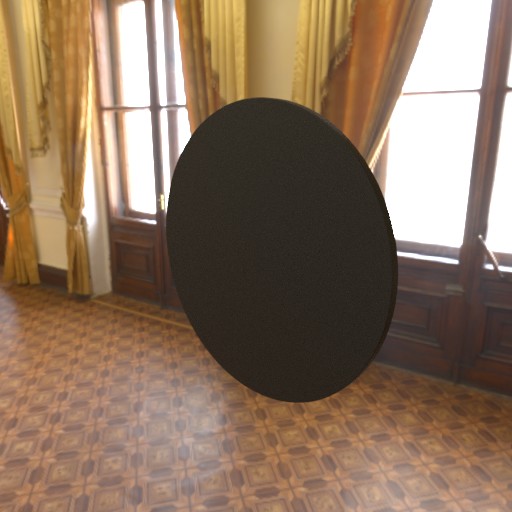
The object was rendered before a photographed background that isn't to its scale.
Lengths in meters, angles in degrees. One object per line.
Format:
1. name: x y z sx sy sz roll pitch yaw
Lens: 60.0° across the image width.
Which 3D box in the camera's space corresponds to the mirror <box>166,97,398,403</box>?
1. mirror: 0.000 0.000 1.596 1.077 1.077 0.036 14 20 43
